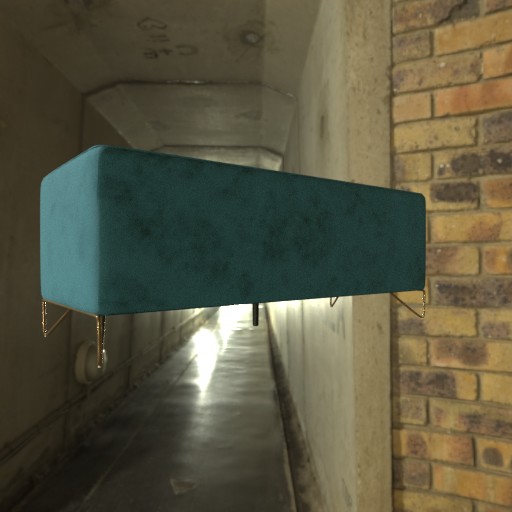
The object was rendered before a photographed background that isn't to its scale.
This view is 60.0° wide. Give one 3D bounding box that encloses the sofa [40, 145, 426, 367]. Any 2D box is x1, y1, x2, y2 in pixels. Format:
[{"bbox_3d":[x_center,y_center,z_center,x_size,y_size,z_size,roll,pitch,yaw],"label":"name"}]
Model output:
[{"bbox_3d":[0.000,0.000,2.492,2.087,0.789,0.867,0,0,-38],"label":"sofa"}]
